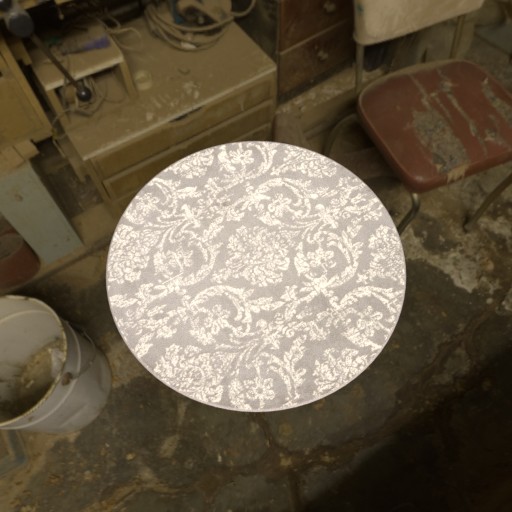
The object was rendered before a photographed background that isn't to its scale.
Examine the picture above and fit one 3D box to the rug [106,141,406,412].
[{"bbox_3d":[0.000,0.000,2.380,1.593,0.012,1.593,0,63,0],"label":"rug"}]
